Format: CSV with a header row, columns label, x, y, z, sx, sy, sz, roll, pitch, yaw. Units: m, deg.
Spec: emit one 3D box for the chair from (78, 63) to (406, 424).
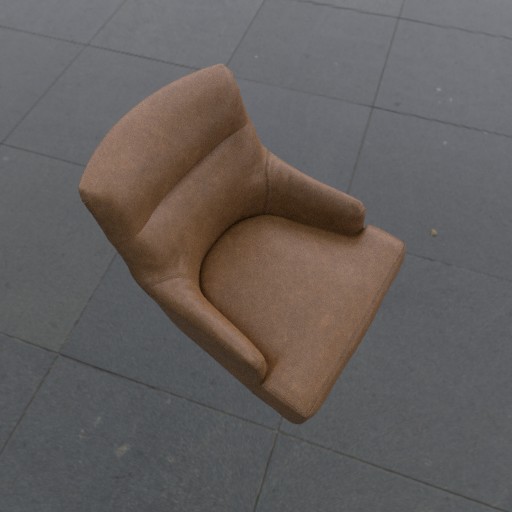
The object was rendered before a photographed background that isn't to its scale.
label,x,y,z,sx,sy,sz,roll,pitch,yaw
chair,0.000,0.000,1.516,0.874,0.869,0.729,29,63,17
